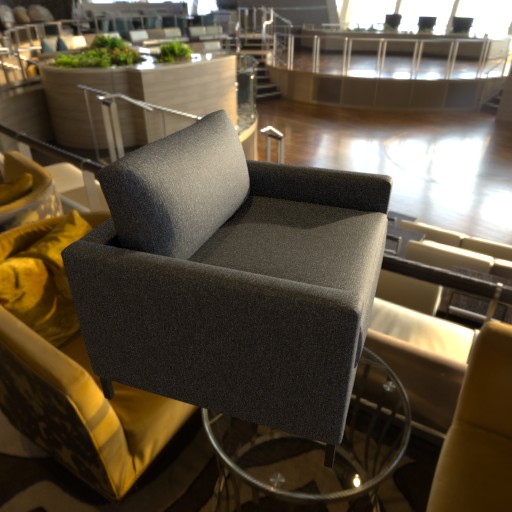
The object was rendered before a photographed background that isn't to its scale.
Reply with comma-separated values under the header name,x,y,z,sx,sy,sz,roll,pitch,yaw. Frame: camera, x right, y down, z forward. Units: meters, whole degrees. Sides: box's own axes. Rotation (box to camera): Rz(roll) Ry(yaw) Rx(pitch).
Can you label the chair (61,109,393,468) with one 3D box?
name,x,y,z,sx,sy,sz,roll,pitch,yaw
chair,0.000,0.000,1.602,0.866,0.861,0.963,10,32,17
